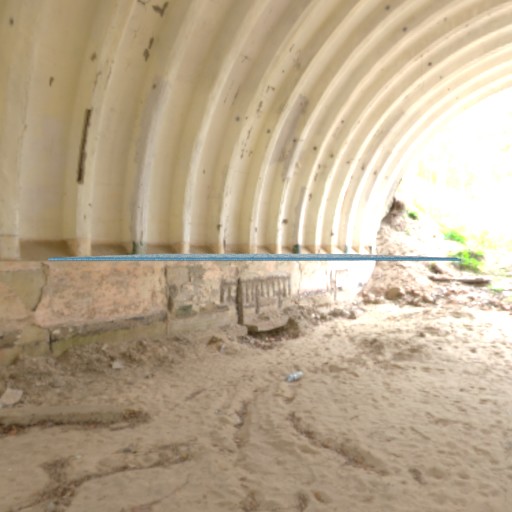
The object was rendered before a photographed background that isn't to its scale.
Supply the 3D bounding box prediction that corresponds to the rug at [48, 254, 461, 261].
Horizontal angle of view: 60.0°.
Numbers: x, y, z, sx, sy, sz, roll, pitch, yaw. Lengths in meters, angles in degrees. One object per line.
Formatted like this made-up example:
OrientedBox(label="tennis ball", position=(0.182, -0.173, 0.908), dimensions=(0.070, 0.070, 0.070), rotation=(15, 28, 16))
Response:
OrientedBox(label="rug", position=(0.000, 0.000, 3.975), dimensions=(2.350, 0.018, 2.964), rotation=(0, 1, 1))
